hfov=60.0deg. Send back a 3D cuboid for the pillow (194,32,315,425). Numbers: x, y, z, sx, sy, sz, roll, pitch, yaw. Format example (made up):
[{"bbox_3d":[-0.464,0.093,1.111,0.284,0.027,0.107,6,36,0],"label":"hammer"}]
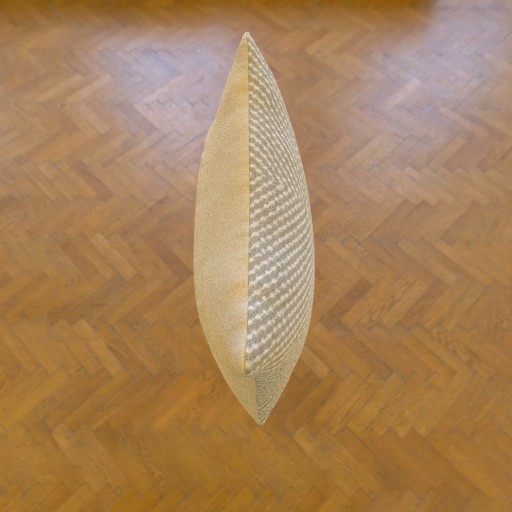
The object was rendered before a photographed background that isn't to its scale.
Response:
[{"bbox_3d":[0.000,0.000,0.701,0.181,0.458,0.459,0,64,0],"label":"pillow"}]
